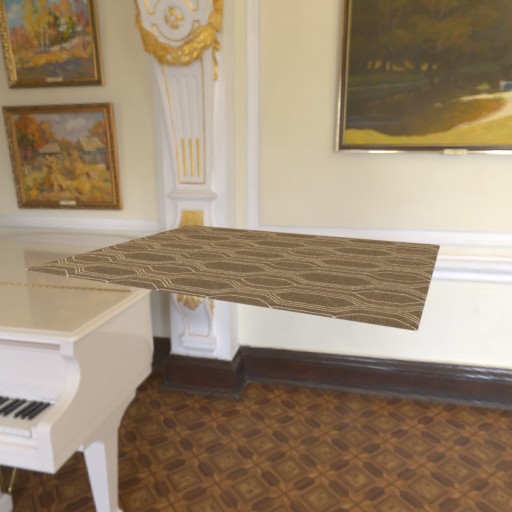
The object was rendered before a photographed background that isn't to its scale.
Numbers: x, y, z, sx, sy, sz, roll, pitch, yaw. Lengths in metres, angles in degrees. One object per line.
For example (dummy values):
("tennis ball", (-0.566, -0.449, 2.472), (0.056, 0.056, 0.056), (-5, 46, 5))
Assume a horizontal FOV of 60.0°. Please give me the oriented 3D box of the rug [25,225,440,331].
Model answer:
("rug", (0.000, 0.000, 4.117), (3.062, 0.012, 2.457), (6, 15, 24))
